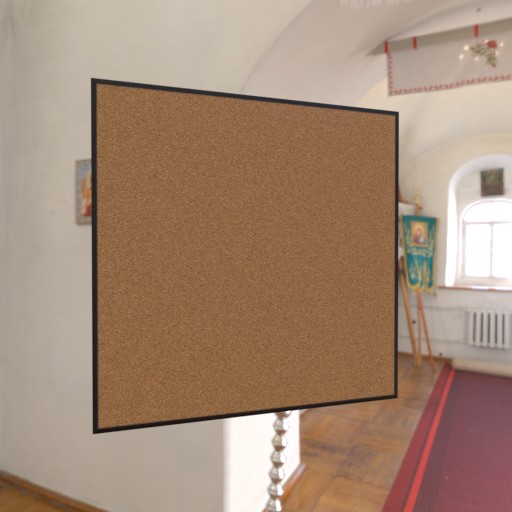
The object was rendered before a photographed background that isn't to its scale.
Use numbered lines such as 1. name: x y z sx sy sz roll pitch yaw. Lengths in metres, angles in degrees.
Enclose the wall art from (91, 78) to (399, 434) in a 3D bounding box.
1. wall art: 0.000 0.000 0.440 0.304 0.303 0.037 0 1 -18
